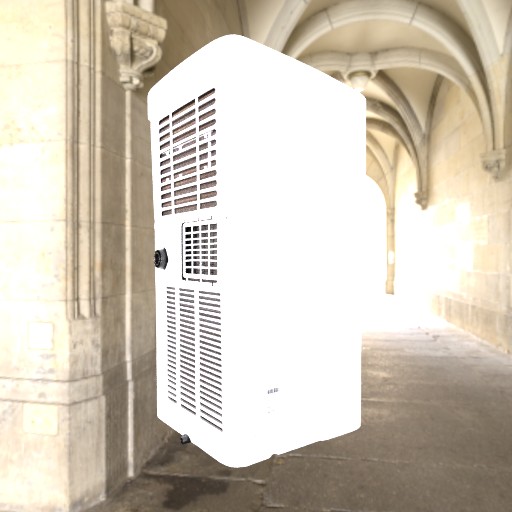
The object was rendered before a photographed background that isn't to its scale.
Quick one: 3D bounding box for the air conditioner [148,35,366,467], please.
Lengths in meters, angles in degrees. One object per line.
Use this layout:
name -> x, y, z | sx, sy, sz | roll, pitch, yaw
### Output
air conditioner -> 0.000, 0.000, 0.926 | 0.369, 0.716, 0.352 | 0, 0, -36
